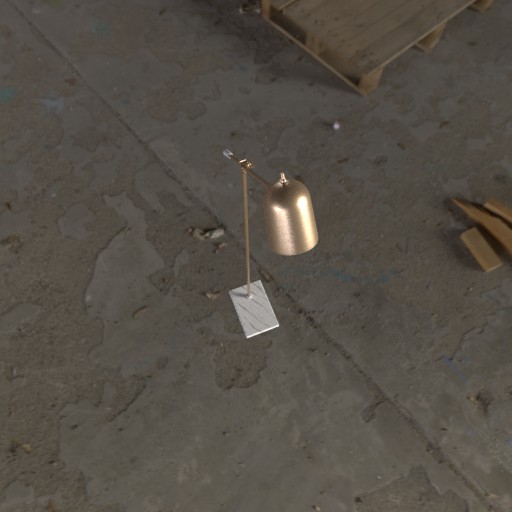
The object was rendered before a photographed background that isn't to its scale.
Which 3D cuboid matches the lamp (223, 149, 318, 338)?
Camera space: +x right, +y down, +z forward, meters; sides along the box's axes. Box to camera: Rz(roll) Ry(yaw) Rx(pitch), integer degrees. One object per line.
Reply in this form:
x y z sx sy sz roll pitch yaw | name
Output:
0.000 0.000 1.832 0.194 1.594 0.653 -19 66 -9 | lamp
